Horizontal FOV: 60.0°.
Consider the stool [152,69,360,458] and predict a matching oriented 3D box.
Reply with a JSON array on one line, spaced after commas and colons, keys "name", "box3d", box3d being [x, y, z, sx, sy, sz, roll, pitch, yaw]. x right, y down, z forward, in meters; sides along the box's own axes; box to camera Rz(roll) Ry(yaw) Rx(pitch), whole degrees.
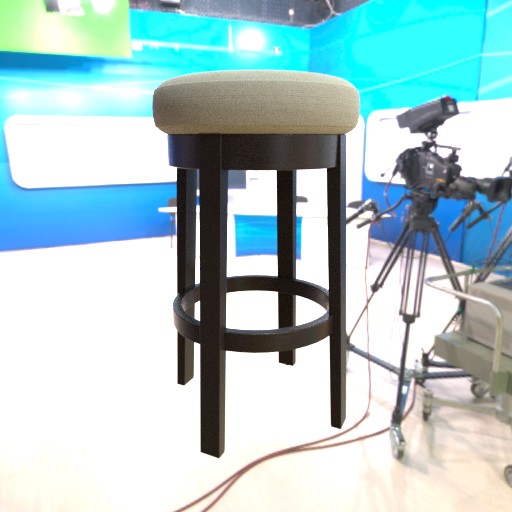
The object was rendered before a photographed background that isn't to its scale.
[{"name": "stool", "box3d": [0.000, 0.000, 1.016, 0.446, 0.758, 0.446, 0, 15, 0]}]
